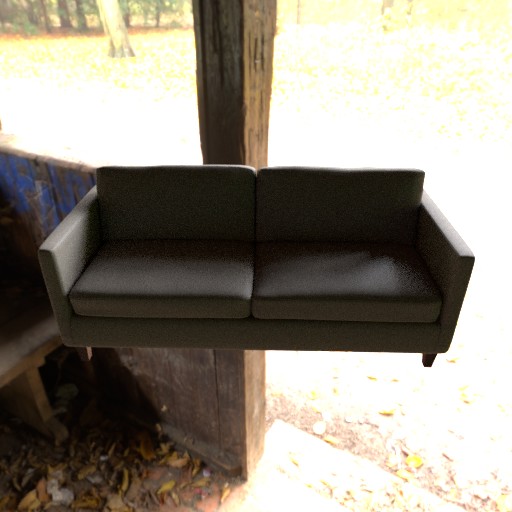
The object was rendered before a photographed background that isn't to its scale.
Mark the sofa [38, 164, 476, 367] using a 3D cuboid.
[{"bbox_3d":[0.000,0.000,2.702,2.208,0.963,0.956,1,31,1],"label":"sofa"}]
